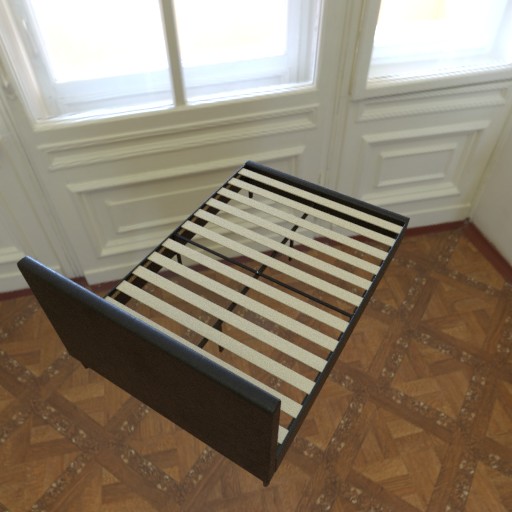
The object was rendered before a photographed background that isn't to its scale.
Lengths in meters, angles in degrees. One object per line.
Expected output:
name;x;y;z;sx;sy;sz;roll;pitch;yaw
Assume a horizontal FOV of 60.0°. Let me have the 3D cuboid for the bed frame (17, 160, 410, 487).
bed frame;0.000;0.000;2.930;1.469;1.046;2.152;24;52;21
